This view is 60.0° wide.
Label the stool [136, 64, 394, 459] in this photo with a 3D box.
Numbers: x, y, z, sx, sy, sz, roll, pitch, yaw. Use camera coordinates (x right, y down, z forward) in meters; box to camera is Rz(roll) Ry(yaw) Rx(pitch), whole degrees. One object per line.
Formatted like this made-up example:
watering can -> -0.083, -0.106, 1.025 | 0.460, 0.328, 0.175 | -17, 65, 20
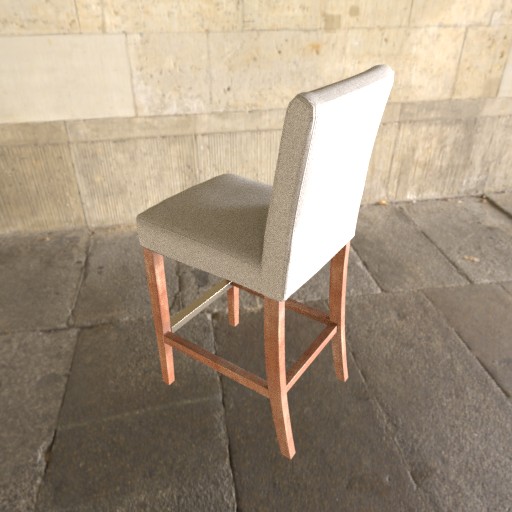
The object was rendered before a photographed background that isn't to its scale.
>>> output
stool -> 0.000, 0.000, 1.361 | 0.570, 1.088, 0.439 | 21, 38, 29
